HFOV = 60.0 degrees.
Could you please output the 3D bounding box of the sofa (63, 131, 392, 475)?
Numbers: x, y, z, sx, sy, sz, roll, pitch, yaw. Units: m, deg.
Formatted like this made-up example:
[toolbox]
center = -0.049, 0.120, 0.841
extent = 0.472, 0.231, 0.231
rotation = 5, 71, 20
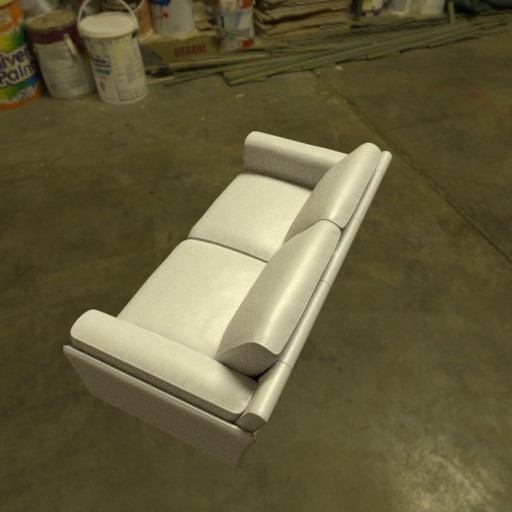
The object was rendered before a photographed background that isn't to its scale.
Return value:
[sofa]
center = 0.000, 0.000, 2.650
extent = 1.049, 0.930, 2.101
rotation = 19, 49, 17
